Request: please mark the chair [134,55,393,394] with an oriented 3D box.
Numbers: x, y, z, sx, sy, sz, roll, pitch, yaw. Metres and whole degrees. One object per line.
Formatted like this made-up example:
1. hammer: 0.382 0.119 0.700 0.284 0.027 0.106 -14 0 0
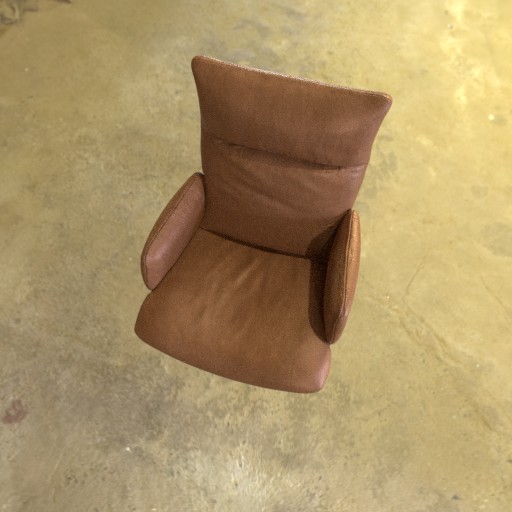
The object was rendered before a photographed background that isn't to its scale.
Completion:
1. chair: 0.000 0.000 1.569 0.711 1.027 0.794 15 60 9
